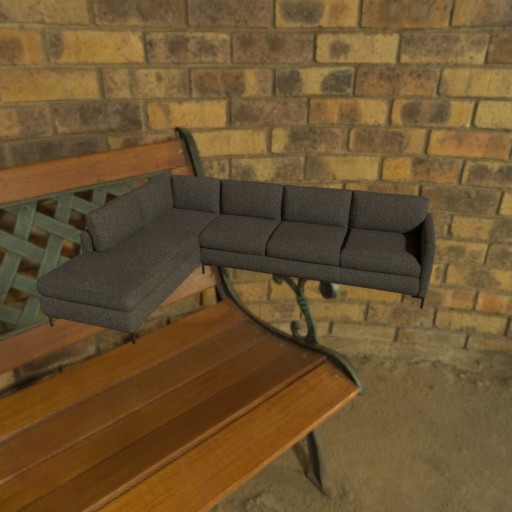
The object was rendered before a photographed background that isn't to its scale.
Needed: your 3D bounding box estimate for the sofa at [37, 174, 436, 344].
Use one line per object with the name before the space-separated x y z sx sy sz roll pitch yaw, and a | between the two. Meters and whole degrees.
sofa | 0.000 0.000 3.840 2.949 0.815 2.007 8 27 16
